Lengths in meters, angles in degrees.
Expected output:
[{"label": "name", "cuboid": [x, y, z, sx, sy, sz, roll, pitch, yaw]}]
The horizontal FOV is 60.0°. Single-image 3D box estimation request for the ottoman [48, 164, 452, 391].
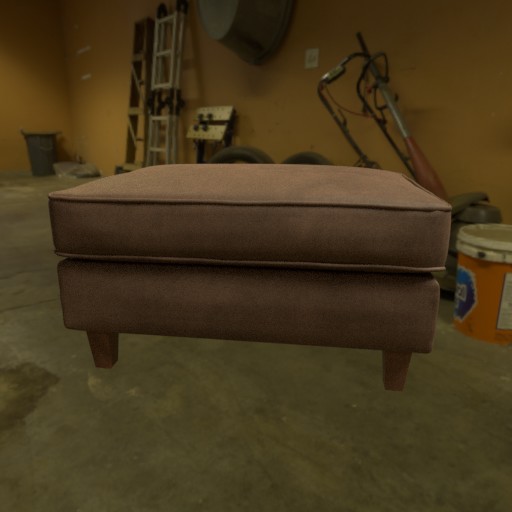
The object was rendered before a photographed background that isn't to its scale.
[{"label": "ottoman", "cuboid": [0.000, 0.000, 1.213, 0.860, 0.481, 0.596, 2, 17, 8]}]
